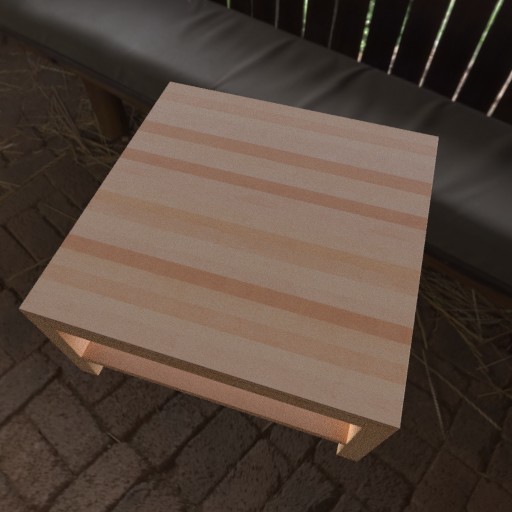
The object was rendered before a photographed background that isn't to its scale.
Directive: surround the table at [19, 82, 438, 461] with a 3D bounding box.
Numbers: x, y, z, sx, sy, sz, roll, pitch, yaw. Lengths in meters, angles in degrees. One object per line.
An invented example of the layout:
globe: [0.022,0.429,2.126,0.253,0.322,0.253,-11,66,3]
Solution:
table: [0.000,0.000,1.401,0.900,0.450,0.900,15,59,9]
